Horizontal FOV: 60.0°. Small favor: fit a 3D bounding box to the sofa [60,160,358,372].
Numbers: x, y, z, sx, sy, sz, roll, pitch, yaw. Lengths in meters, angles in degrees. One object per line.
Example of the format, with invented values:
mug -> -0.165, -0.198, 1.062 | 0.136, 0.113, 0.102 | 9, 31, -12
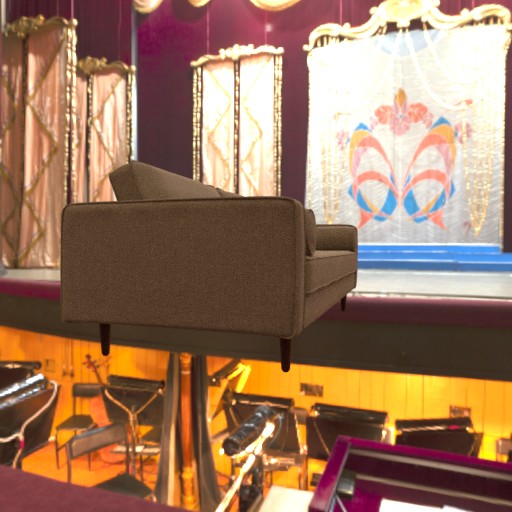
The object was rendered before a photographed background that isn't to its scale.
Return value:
sofa -> 0.000, 0.000, 2.353 | 0.914, 0.762, 1.879 | 0, 1, 18
